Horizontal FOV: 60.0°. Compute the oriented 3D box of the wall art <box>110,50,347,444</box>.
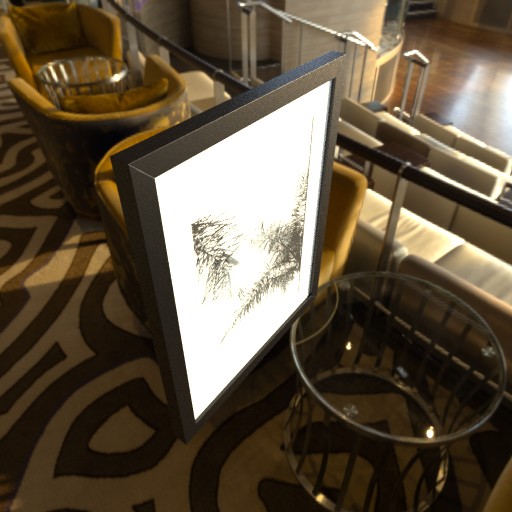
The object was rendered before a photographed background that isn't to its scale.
[{"bbox_3d":[0.000,0.000,0.758,0.028,0.557,0.457,25,46,27],"label":"wall art"}]
